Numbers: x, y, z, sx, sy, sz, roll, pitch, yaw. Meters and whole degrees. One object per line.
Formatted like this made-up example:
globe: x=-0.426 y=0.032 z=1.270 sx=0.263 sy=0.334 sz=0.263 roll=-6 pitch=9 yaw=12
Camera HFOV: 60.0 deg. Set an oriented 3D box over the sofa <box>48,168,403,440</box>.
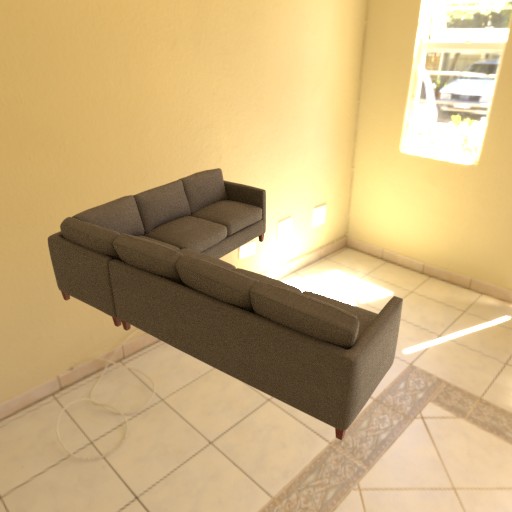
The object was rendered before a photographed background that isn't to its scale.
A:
sofa: x=0.000 y=0.000 z=4.558 sx=3.302 sy=0.947 sz=2.593 roll=17 pitch=31 yaw=31
